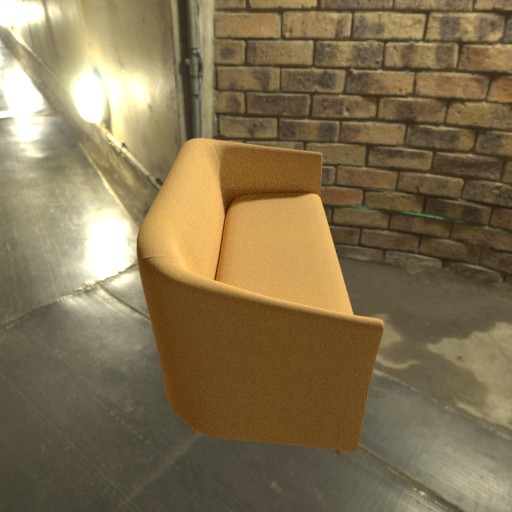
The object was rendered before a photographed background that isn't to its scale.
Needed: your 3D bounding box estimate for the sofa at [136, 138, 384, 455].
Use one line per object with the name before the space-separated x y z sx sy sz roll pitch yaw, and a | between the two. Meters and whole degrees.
sofa | 0.000 0.000 1.880 0.705 0.721 1.452 0 31 1
